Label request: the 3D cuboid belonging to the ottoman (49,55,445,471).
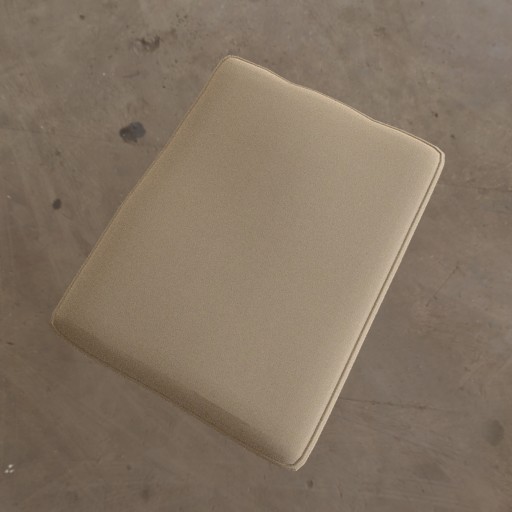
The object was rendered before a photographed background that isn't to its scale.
[{"bbox_3d":[0.000,0.000,1.177,0.634,0.485,0.818,27,76,8],"label":"ottoman"}]
